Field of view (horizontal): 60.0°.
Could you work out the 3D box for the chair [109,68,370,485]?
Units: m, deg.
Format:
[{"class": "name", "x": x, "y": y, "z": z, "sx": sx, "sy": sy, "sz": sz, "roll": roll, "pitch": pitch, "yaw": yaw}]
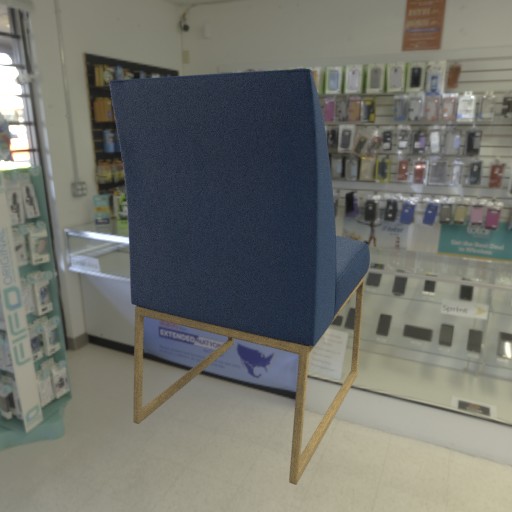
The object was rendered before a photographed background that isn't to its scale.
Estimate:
[{"class": "chair", "x": 0.000, "y": 0.000, "z": 1.191, "sx": 0.508, "sy": 0.863, "sz": 0.522, "roll": 8, "pitch": 18, "yaw": 26}]
